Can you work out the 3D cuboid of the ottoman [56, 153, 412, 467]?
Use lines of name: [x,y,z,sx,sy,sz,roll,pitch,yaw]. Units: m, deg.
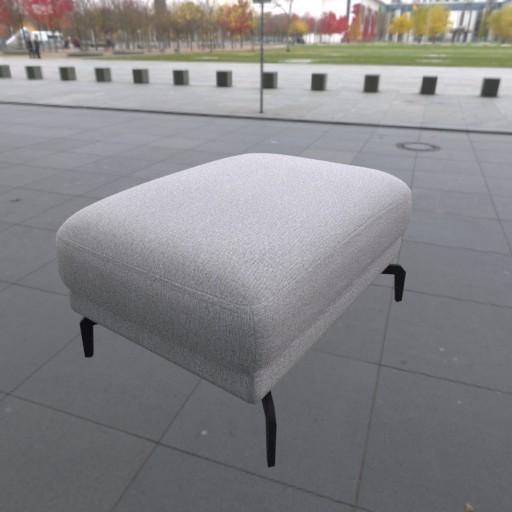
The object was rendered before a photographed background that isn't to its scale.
ottoman: [0.000,0.000,1.110,0.568,0.420,0.772,17,31,31]
